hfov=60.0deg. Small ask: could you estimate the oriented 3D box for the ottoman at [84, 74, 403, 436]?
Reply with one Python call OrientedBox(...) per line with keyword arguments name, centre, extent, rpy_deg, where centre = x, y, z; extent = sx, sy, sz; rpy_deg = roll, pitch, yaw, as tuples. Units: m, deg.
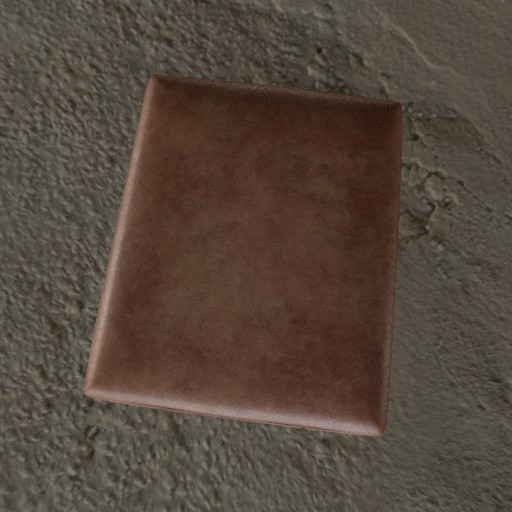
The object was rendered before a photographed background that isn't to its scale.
OrientedBox(name="ottoman", centre=(0.000, 0.000, 1.768), extent=(0.965, 0.667, 1.186), rpy_deg=(7, 76, 2))
